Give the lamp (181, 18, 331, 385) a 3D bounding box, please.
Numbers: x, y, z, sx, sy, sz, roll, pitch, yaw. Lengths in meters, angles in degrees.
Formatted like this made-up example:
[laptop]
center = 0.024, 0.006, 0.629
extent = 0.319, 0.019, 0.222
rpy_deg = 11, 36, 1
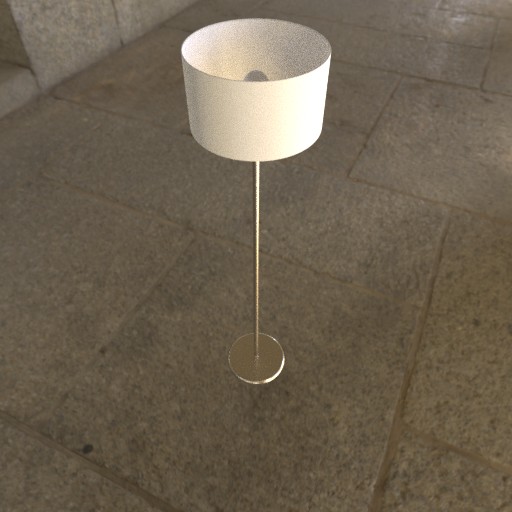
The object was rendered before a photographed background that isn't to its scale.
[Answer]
[lamp]
center = 0.000, 0.000, 1.562
extent = 0.347, 1.443, 0.347
rpy_deg = -3, 48, -3
